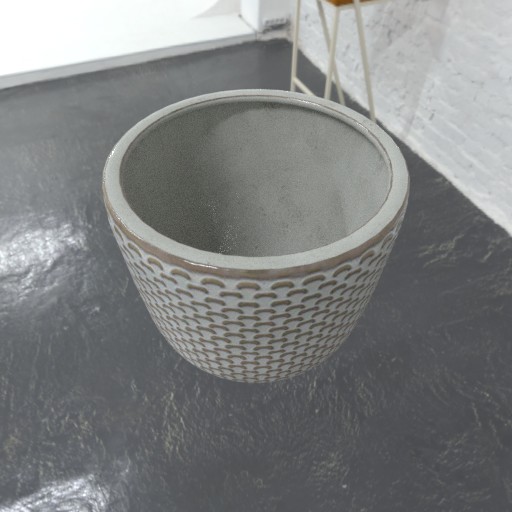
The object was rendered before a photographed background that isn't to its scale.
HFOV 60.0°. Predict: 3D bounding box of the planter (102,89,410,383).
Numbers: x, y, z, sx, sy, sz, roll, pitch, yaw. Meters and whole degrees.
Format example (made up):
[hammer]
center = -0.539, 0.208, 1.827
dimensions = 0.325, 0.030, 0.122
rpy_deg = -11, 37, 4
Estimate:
[planter]
center = 0.000, 0.000, 0.249
dimensions = 0.139, 0.130, 0.139
rpy_deg = 0, 47, 0
